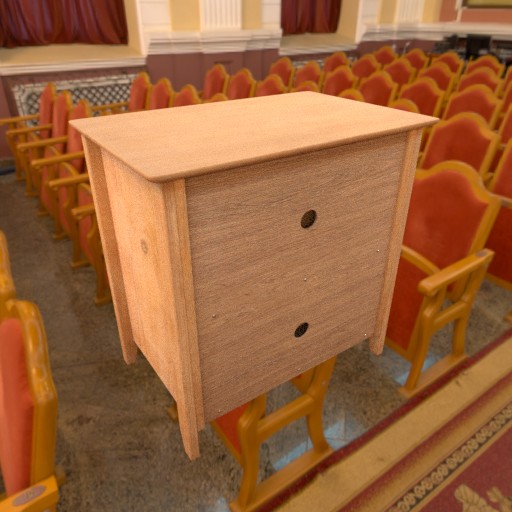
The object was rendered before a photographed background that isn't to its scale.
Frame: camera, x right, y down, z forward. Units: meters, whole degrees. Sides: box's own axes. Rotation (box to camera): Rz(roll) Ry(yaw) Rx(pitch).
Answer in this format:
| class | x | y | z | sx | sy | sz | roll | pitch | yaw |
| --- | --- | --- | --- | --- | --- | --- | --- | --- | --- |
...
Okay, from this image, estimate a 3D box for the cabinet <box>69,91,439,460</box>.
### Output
| class | x | y | z | sx | sy | sz | roll | pitch | yaw |
| --- | --- | --- | --- | --- | --- | --- | --- | --- | --- |
| cabinet | 0.000 | 0.000 | 1.265 | 0.763 | 0.762 | 0.503 | -19 | 34 | -30 |
